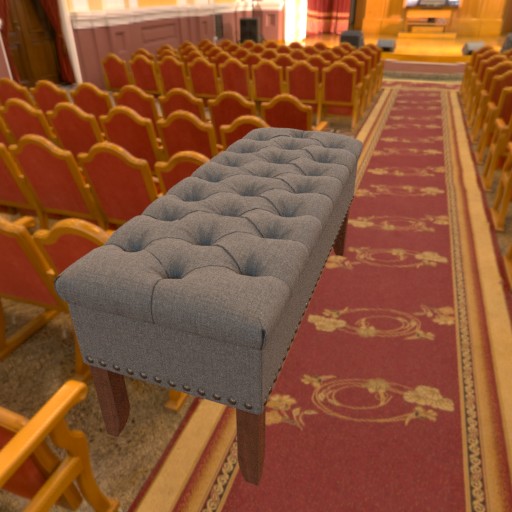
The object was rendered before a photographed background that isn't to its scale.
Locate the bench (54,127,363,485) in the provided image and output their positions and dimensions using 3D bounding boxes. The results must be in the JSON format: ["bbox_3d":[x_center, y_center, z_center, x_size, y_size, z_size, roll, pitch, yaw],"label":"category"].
[{"bbox_3d":[0.000,0.000,1.267,0.417,0.470,1.052,11,33,17],"label":"bench"}]
